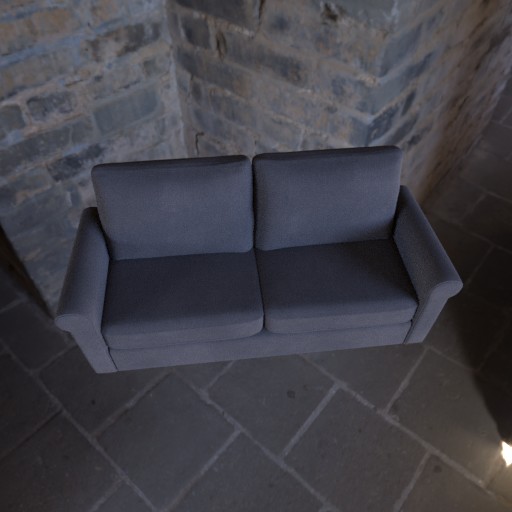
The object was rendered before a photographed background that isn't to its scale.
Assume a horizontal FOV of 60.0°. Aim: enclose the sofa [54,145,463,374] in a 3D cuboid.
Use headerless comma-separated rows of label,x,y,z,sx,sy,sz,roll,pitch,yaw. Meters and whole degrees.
sofa,0.000,0.000,2.444,1.935,0.942,0.842,-5,48,-4
